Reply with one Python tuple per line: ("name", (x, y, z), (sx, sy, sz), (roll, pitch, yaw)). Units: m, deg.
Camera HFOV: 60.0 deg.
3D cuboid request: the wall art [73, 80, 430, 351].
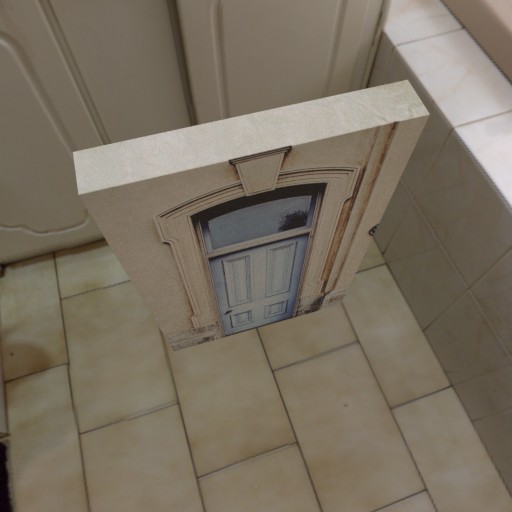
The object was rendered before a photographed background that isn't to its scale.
("wall art", (0.000, 0.000, 0.485), (0.254, 0.381, 0.038), (-15, 64, -7))
